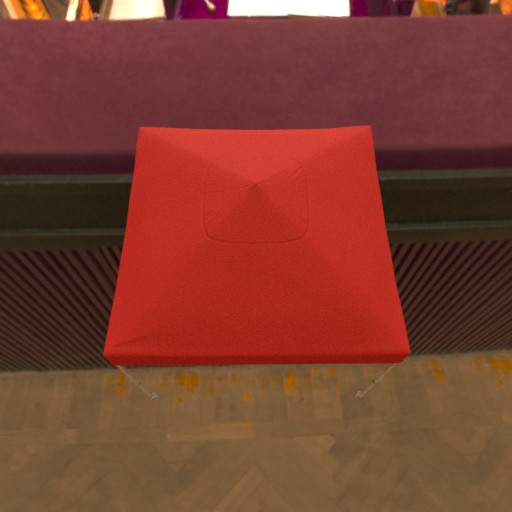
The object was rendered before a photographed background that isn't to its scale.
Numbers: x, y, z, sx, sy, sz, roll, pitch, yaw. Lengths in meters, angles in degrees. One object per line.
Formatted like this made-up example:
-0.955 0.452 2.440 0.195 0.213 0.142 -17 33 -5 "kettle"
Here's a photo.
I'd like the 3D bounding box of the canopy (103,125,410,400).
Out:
0.000 0.000 5.629 2.998 2.997 2.996 0 62 0 "canopy"
